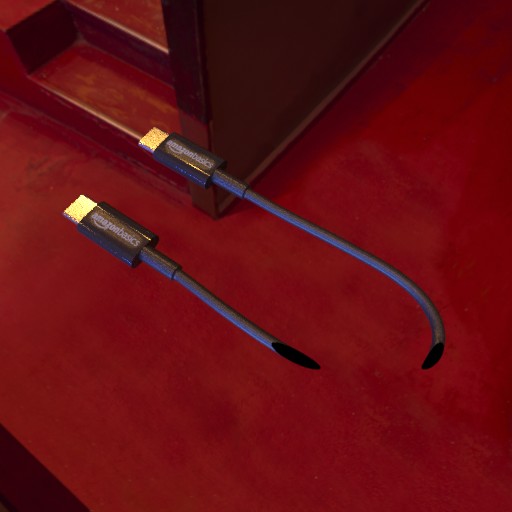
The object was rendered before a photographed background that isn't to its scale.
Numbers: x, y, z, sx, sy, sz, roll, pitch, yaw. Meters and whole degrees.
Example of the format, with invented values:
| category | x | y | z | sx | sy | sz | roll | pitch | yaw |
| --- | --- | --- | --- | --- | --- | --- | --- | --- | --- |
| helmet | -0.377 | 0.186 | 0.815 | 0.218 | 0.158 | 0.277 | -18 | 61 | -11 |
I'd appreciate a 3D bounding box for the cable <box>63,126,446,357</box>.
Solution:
| category | x | y | z | sx | sy | sz | roll | pitch | yaw |
| --- | --- | --- | --- | --- | --- | --- | --- | --- | --- |
| cable | 0.000 | 0.000 | 0.112 | 0.098 | 0.005 | 0.041 | 31 | 66 | 16 |
